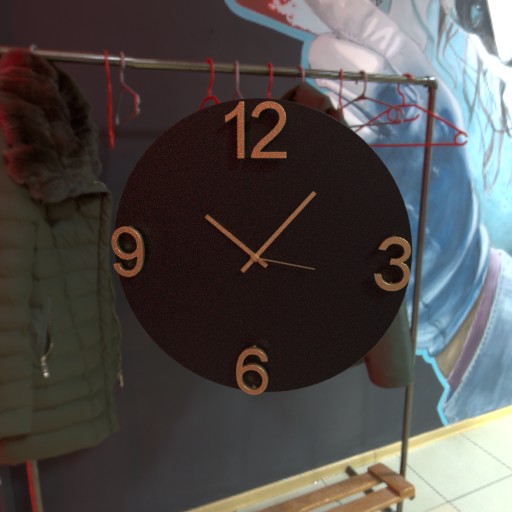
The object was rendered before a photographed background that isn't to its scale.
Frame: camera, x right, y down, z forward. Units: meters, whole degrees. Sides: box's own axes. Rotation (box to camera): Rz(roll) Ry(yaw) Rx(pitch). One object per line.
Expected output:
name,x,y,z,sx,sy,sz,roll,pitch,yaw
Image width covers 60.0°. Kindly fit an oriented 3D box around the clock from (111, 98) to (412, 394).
clock,0.000,0.000,0.672,0.454,0.454,0.038,2,13,9
